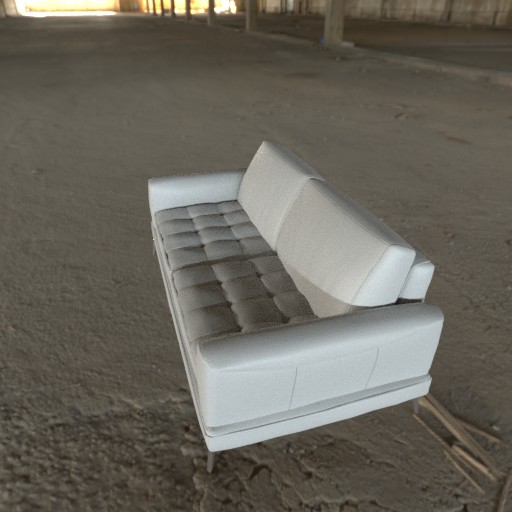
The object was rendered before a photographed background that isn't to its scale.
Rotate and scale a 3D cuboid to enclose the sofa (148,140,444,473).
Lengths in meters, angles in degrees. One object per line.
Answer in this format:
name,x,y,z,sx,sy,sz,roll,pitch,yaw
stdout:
sofa,0.000,0.000,2.691,1.121,0.930,2.177,-9,31,-15
